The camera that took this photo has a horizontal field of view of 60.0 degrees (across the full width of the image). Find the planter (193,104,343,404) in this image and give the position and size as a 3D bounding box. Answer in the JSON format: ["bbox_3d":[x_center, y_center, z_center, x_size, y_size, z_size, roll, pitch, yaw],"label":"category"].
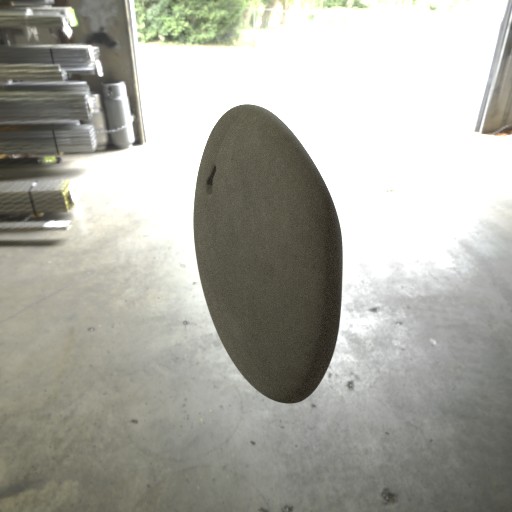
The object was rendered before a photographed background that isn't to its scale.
[{"bbox_3d":[0.000,0.000,0.289,0.071,0.188,0.185,-10,32,-17],"label":"planter"}]
